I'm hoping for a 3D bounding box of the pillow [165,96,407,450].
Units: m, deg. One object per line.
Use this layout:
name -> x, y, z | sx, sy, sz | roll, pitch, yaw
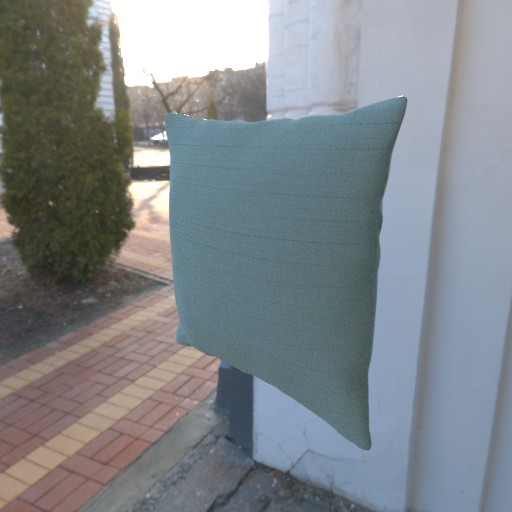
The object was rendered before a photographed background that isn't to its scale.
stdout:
pillow -> 0.000, 0.000, 0.716 | 0.470, 0.464, 0.175 | 15, 21, 43
